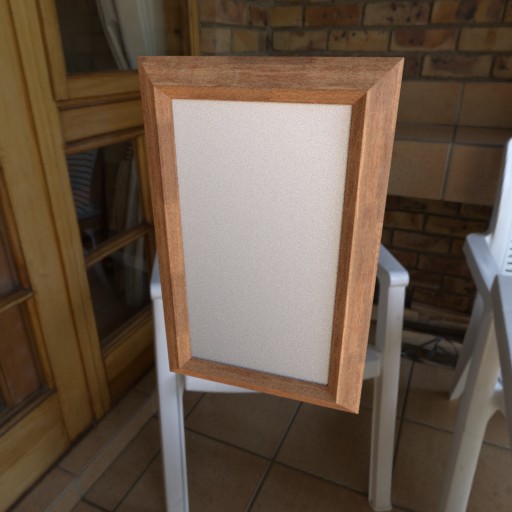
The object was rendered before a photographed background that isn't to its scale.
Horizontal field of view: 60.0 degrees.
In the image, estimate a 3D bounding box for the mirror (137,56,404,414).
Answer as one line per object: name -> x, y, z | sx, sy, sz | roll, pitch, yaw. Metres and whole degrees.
mirror -> 0.000, 0.000, 1.231 | 0.651, 1.010, 0.047 | 8, 26, 16
